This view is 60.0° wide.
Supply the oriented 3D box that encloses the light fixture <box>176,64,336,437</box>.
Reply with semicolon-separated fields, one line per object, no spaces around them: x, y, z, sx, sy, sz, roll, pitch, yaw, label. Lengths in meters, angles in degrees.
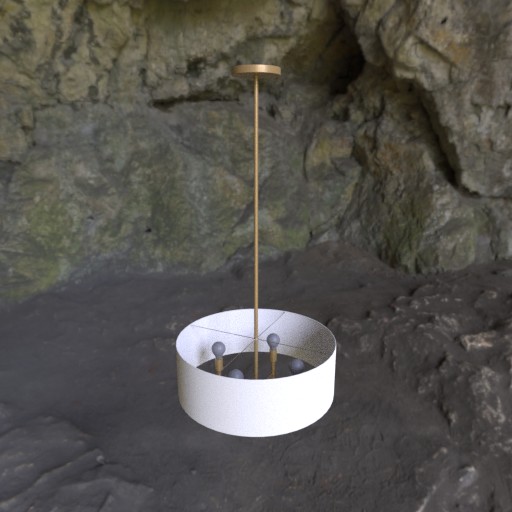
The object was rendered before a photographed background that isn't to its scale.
0.000;0.000;1.355;0.508;1.067;0.508;0;15;0;light fixture
